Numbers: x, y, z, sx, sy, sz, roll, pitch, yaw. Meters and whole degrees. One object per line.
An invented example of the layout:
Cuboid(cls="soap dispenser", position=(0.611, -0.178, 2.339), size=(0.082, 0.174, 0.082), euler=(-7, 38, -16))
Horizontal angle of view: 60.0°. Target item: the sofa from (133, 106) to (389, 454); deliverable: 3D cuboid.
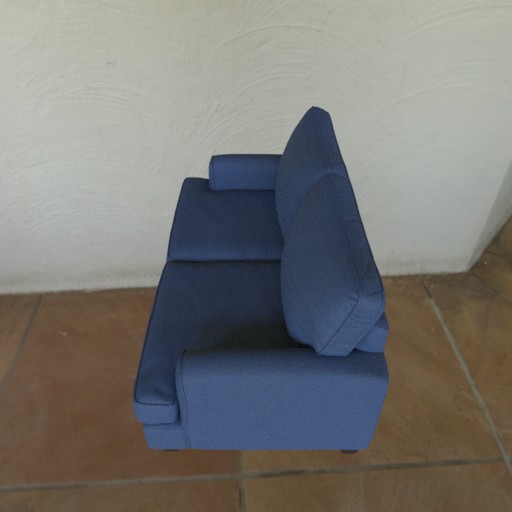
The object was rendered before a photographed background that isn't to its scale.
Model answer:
Cuboid(cls="sofa", position=(0.000, 0.000, 2.214), size=(0.965, 0.965, 1.651), euler=(0, 40, 0))
